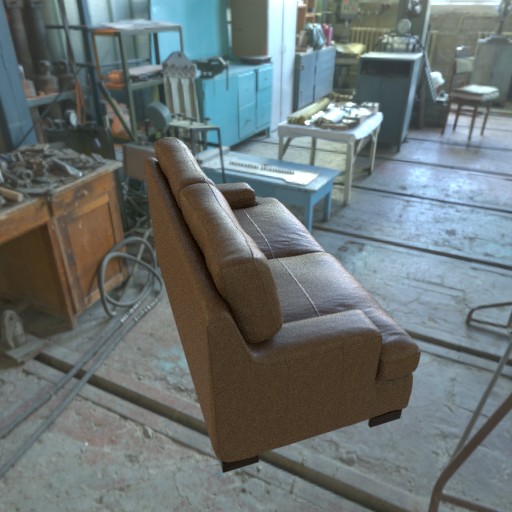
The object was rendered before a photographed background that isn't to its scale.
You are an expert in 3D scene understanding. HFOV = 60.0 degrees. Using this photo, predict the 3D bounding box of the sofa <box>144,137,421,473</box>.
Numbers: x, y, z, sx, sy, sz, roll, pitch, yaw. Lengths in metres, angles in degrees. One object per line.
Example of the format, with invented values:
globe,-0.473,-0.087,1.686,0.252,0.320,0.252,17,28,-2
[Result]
sofa,0.000,0.000,2.486,0.962,0.980,1.855,-10,32,-16
